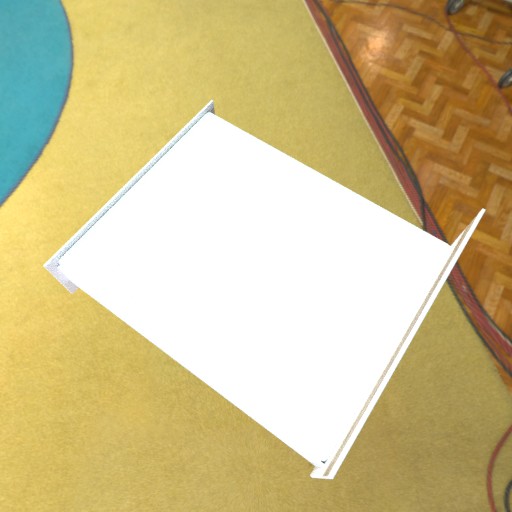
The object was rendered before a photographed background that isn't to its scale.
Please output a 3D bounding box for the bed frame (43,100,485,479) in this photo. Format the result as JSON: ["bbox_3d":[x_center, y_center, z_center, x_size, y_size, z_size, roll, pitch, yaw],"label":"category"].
[{"bbox_3d":[0.000,0.000,2.894,2.060,0.800,1.720,33,68,15],"label":"bed frame"}]
